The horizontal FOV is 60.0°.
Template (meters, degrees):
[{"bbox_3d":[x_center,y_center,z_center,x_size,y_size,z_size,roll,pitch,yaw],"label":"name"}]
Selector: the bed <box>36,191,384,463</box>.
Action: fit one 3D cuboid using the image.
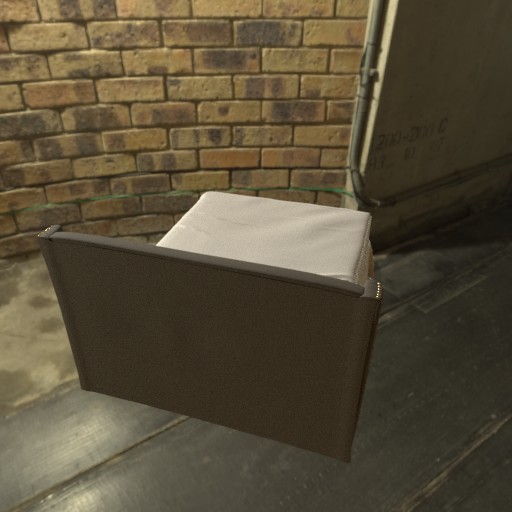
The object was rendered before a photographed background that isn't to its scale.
[{"bbox_3d":[0.000,0.000,3.497,1.925,1.332,2.276,10,34,15],"label":"bed"}]
